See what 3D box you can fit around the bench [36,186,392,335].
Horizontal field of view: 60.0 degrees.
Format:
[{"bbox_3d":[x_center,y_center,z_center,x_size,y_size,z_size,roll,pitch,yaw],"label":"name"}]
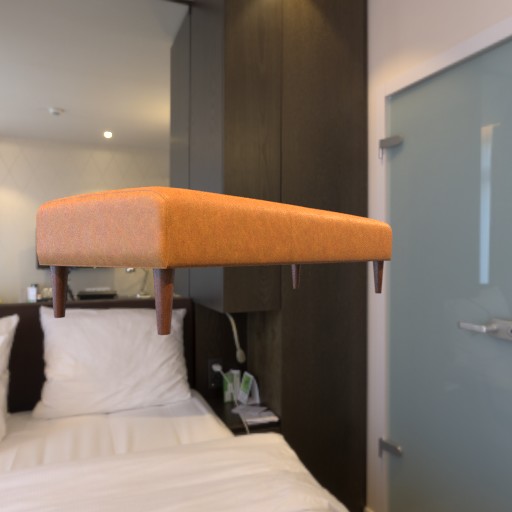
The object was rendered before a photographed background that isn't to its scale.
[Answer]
[{"bbox_3d":[0.000,0.000,1.900,0.653,0.399,1.610,0,0,37],"label":"bench"}]
